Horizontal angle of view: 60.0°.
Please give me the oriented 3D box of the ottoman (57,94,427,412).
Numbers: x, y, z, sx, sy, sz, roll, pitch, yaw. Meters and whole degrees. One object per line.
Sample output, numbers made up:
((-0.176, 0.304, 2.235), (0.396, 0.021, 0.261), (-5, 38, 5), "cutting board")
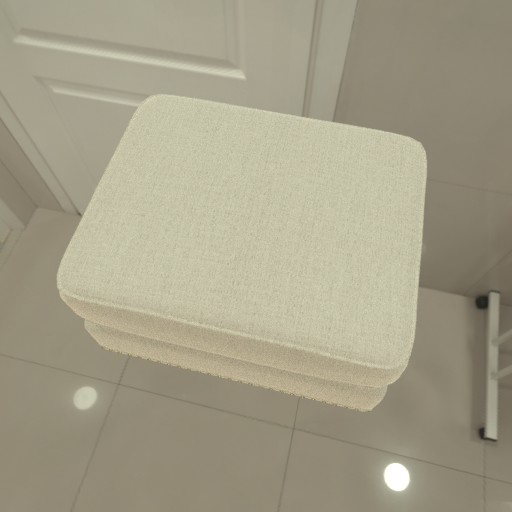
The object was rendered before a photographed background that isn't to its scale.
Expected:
((0.000, 0.000, 1.134), (0.738, 0.537, 0.589), (12, 63, 6), "ottoman")
